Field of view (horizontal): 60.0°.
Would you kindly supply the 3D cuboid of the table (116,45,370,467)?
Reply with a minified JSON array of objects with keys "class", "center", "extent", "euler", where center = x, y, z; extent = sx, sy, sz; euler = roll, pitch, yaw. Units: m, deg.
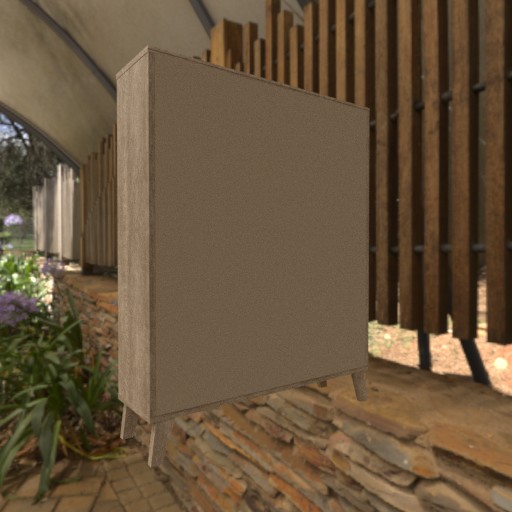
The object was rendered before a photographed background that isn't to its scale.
[{"class":"table","center":[0.000,0.000,1.559],"extent":[0.902,1.135,0.256],"euler":[-1,1,-36]}]
